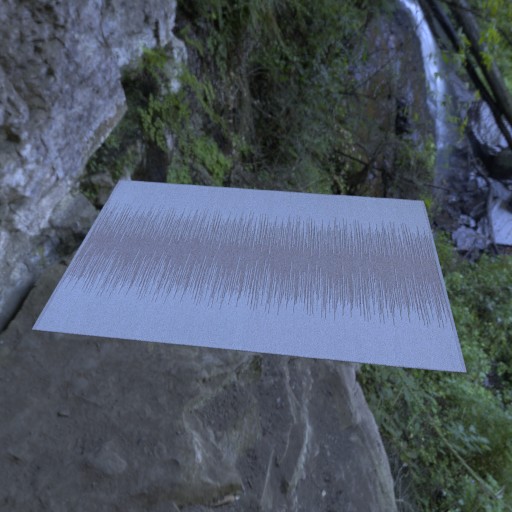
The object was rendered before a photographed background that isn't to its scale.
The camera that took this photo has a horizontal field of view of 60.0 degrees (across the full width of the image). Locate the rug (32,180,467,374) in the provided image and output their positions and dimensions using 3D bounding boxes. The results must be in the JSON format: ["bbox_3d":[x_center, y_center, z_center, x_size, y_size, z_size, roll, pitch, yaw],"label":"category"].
[{"bbox_3d":[0.000,0.000,3.000,2.440,0.012,1.522,5,45,5],"label":"rug"}]
